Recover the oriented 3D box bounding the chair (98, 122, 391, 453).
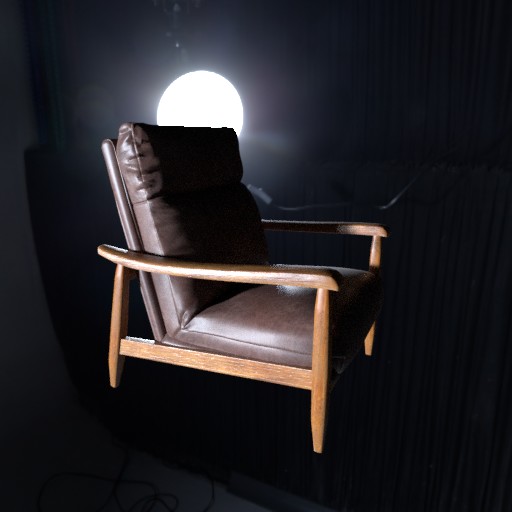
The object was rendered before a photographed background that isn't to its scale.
[{"bbox_3d":[0.000,0.000,1.566,0.830,0.897,0.782,7,17,25],"label":"chair"}]
